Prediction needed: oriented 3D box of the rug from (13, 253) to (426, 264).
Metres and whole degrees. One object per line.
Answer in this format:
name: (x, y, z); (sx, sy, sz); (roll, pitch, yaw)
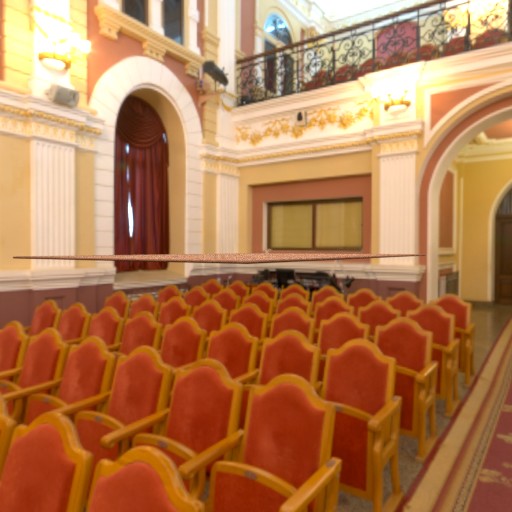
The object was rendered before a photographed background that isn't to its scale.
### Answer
rug: (0.000, 0.000, 2.821); (1.524, 0.011, 2.286); (1, 1, 35)
